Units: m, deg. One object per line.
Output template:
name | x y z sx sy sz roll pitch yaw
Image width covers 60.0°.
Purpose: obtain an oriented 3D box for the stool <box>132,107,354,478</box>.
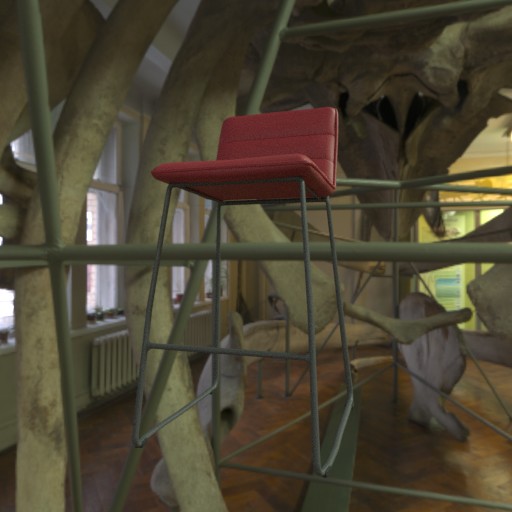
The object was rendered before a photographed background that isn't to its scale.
stool | 0.000 0.000 1.227 0.489 0.937 0.524 0 0 18
